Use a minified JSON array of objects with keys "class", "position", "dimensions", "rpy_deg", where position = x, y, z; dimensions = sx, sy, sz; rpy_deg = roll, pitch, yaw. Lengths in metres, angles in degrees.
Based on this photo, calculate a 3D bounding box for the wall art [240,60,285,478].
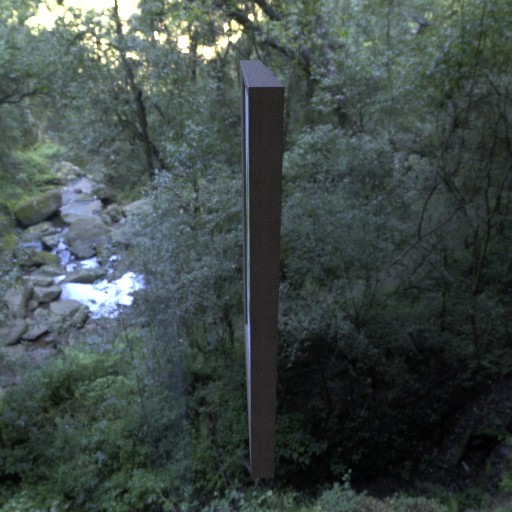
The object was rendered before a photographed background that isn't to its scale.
[{"class":"wall art","position":[0.000,0.000,0.654],"dimensions":[0.031,0.509,0.356],"rpy_deg":[-1,27,-3]}]
